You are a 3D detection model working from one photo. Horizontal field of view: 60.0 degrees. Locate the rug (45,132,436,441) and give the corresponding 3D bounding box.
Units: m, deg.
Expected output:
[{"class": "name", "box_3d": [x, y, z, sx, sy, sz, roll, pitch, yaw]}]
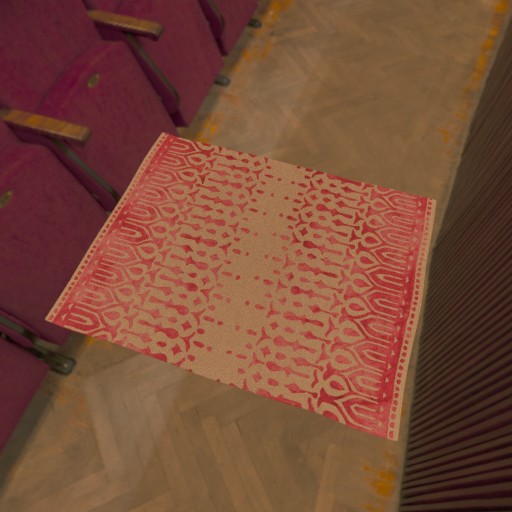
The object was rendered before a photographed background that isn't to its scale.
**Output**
[{"class": "rug", "box_3d": [0.000, 0.000, 4.184, 3.095, 0.016, 2.441, 16, 60, 10]}]
